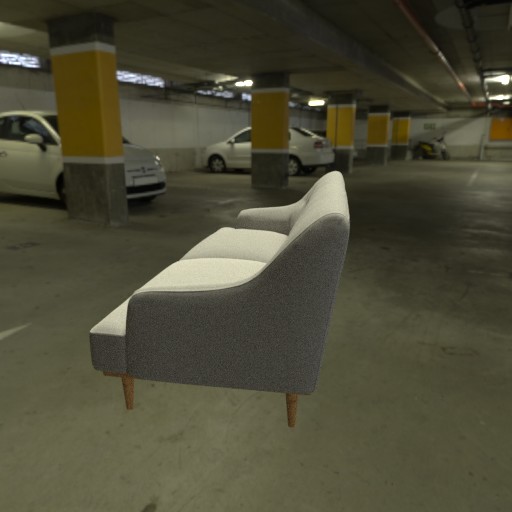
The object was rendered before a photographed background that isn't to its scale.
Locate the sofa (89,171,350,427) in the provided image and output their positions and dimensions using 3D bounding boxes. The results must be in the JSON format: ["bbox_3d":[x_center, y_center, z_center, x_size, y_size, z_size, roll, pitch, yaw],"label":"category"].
[{"bbox_3d":[0.000,0.000,2.566,0.978,0.871,2.057,3,15,10],"label":"sofa"}]
